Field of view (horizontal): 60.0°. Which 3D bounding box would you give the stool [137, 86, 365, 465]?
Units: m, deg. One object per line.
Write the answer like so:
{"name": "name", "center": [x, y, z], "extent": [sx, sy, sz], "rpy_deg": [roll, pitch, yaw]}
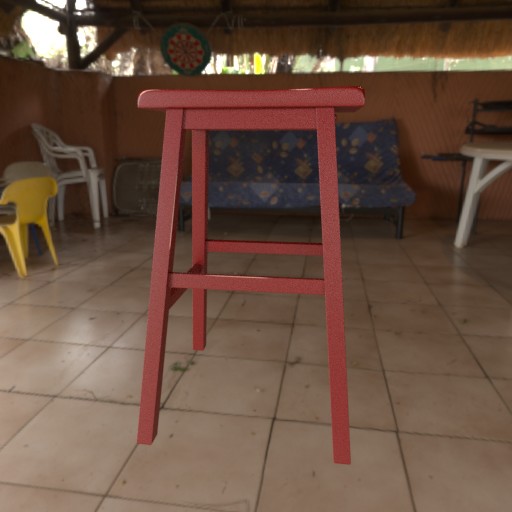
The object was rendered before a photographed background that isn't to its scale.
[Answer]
{"name": "stool", "center": [0.000, 0.000, 1.064], "extent": [0.457, 0.737, 0.476], "rpy_deg": [2, 15, 8]}
